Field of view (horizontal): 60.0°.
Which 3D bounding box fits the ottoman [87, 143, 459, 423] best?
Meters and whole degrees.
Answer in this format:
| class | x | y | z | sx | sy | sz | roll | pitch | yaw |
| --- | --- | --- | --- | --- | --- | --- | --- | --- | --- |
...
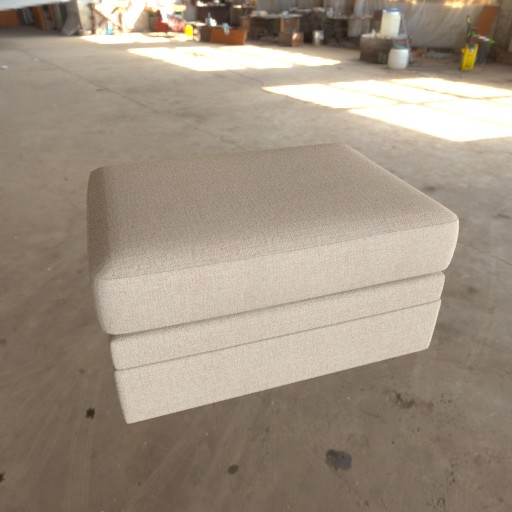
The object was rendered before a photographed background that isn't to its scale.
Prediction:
| class | x | y | z | sx | sy | sz | roll | pitch | yaw |
| --- | --- | --- | --- | --- | --- | --- | --- | --- | --- |
| ottoman | 0.000 | 0.000 | 1.288 | 0.885 | 0.478 | 0.637 | -10 | 33 | -15 |
